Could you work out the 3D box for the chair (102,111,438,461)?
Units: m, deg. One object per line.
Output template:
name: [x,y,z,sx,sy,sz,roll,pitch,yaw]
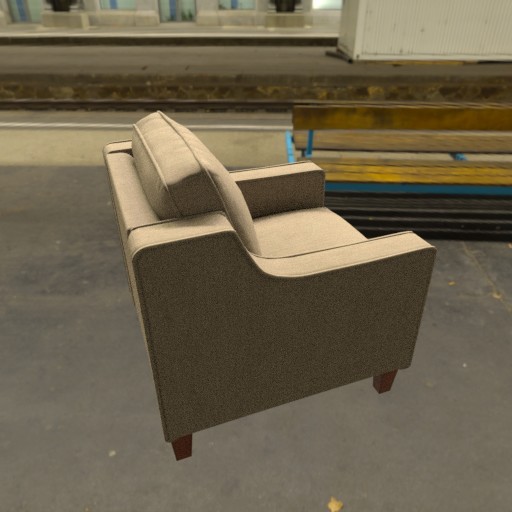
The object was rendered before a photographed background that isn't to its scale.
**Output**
chair: [0.000,0.000,1.623,0.909,0.960,0.831,-11,33,-18]
